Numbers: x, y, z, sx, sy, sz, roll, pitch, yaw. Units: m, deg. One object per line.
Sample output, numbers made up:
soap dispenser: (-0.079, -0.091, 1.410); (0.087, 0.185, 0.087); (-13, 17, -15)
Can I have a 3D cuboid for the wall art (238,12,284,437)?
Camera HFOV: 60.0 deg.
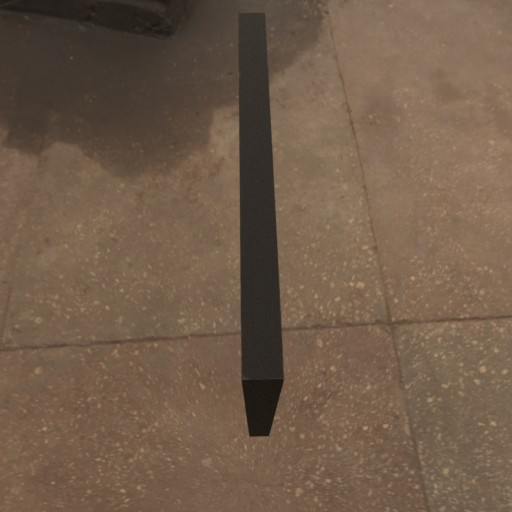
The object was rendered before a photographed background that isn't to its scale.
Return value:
wall art: (0.000, 0.000, 0.732); (0.038, 0.508, 0.508); (-1, 63, -1)
